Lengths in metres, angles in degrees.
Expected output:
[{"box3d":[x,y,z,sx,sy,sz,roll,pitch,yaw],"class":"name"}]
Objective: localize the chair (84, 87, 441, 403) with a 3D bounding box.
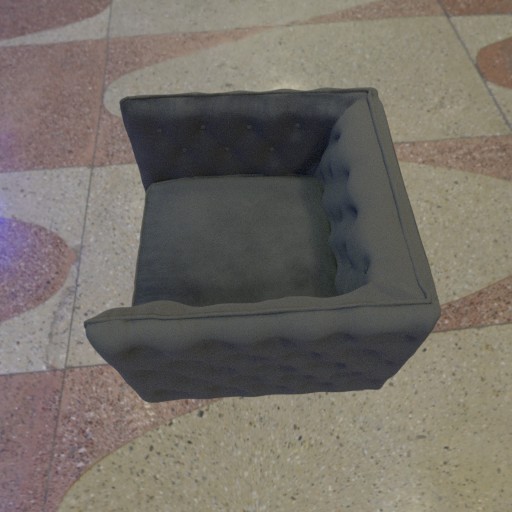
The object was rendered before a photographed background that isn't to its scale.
[{"box3d":[0.000,0.000,1.621,0.913,0.807,0.946,-2,58,-2],"class":"chair"}]
